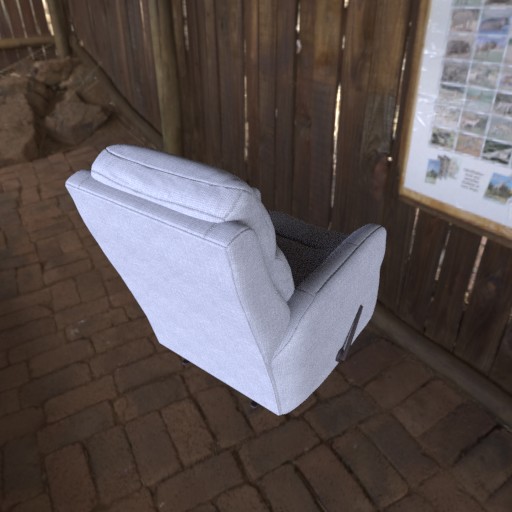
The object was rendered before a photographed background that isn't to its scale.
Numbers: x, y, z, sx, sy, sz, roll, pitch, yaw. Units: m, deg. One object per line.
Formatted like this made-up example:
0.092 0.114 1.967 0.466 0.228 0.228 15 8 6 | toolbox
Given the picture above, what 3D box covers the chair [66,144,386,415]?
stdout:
0.000 0.000 1.790 0.829 1.030 1.080 22 38 31 | chair
